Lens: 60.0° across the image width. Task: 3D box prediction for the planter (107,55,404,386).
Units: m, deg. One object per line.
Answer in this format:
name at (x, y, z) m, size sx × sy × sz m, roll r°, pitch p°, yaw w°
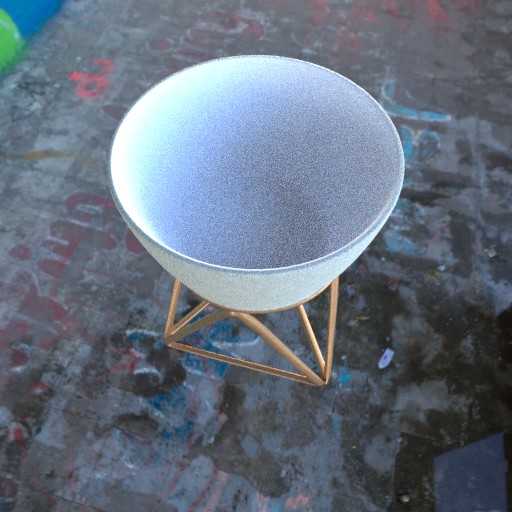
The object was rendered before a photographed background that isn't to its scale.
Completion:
planter at (0.000, 0.000, 0.741) m, size 0.350 × 0.504 × 0.350 m, roll 12°, pitch 60°, yaw 7°
